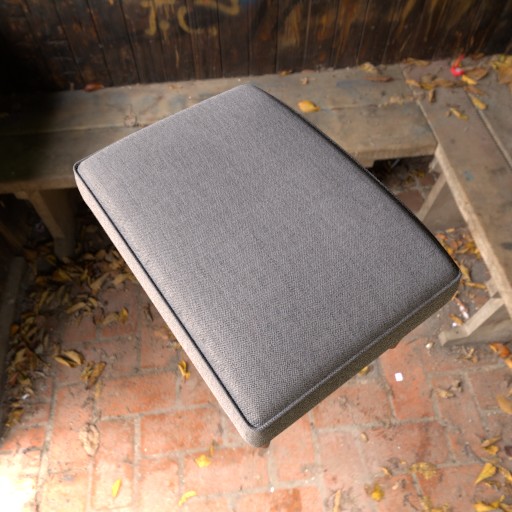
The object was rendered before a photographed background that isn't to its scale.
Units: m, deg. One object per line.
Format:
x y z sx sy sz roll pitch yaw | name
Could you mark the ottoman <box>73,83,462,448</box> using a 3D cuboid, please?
0.000 0.000 1.094 0.555 0.458 0.750 -31 62 -18 | ottoman
